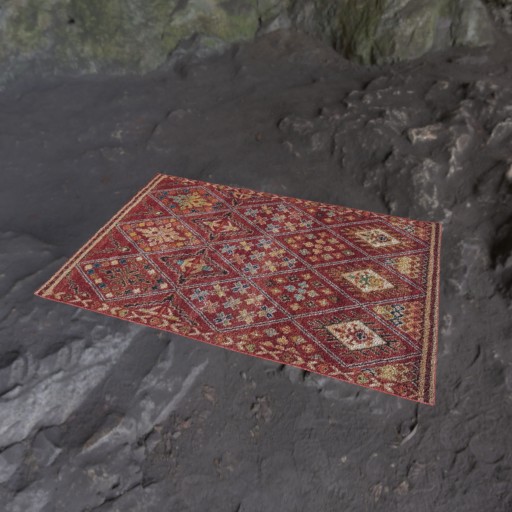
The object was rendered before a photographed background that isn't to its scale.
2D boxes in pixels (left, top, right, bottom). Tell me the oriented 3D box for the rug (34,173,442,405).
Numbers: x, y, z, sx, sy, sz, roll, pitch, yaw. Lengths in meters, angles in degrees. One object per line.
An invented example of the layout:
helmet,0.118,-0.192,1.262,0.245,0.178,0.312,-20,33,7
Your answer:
rug,0.000,0.000,2.899,2.286,0.026,1.521,12,42,14
